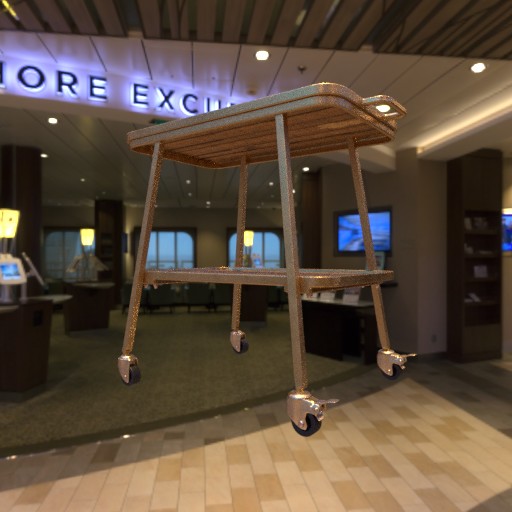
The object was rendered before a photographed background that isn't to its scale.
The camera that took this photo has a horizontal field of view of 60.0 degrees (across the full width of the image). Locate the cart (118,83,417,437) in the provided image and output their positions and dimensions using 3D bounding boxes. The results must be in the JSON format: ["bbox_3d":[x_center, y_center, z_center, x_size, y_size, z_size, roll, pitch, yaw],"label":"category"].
[{"bbox_3d":[0.000,0.000,1.242,0.806,0.700,0.524,0,0,37],"label":"cart"}]
